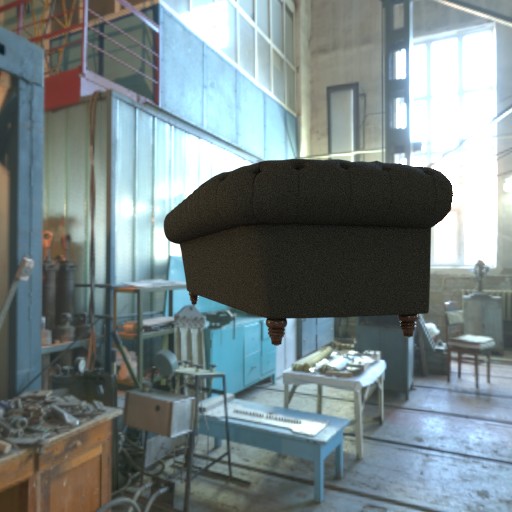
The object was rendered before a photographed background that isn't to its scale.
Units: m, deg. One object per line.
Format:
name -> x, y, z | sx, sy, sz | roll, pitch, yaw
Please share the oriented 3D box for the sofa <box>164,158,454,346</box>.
sofa -> 0.000, 0.000, 2.767 | 0.991, 0.762, 2.362 | 0, -1, -18
